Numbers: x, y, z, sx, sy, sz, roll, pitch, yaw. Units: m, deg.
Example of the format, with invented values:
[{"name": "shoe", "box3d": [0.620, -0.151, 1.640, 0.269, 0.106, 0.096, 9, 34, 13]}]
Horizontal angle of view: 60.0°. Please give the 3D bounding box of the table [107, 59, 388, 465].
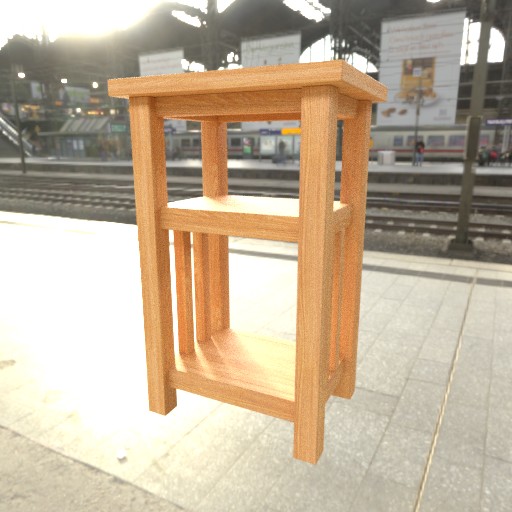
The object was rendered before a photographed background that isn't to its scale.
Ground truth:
[{"name": "table", "box3d": [0.000, 0.000, 0.752, 0.350, 0.550, 0.270, 7, 15, 26]}]
